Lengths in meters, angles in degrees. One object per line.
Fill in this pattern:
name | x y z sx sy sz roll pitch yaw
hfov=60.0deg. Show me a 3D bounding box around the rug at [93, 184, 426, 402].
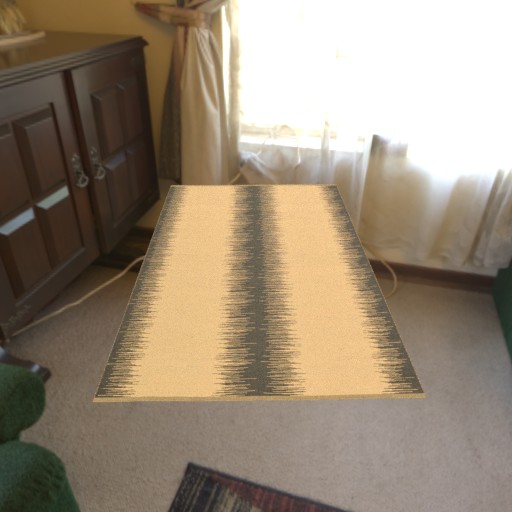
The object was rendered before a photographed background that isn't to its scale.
rug | 0.000 0.000 3.046 1.519 0.003 2.453 -1 32 -1
